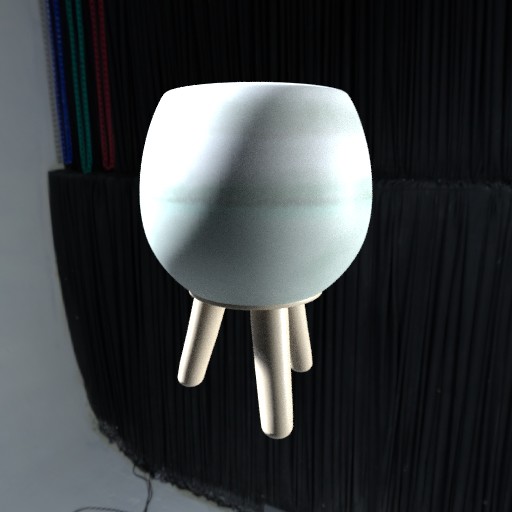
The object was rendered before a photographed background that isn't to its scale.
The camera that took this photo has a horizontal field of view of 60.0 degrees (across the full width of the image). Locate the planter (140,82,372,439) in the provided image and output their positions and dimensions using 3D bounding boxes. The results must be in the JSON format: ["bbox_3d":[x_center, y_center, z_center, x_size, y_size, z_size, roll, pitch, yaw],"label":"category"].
[{"bbox_3d":[0.000,0.000,0.328,0.161,0.224,0.161,0,13,0],"label":"planter"}]
